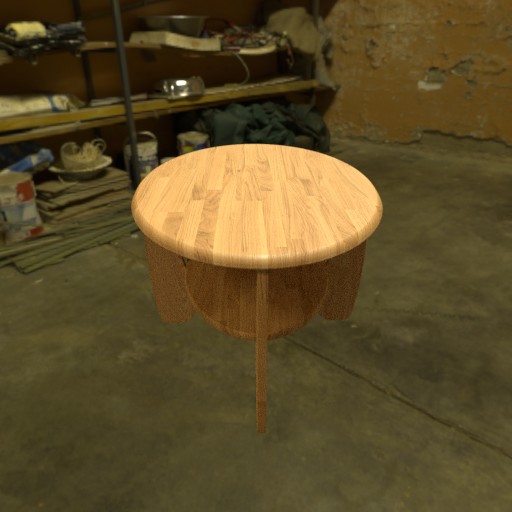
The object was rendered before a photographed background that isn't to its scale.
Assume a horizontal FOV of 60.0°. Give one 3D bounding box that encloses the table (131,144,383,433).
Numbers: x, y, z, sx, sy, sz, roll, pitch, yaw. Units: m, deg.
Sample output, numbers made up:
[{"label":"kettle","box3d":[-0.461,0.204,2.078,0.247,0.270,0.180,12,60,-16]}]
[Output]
[{"label":"table","box3d":[0.000,0.000,1.405,0.690,0.490,1.040,-1,26,-1]}]
